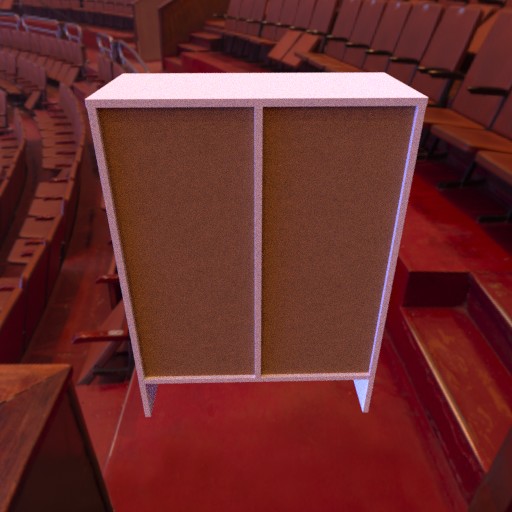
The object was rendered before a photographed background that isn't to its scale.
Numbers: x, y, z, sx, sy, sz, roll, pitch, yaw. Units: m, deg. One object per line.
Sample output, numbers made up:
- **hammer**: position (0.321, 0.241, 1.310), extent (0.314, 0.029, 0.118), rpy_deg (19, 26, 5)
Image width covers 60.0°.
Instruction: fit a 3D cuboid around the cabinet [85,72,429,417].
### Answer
- **cabinet**: position (0.000, 0.000, 1.108), extent (0.600, 0.815, 0.296), rpy_deg (-1, 31, -1)
